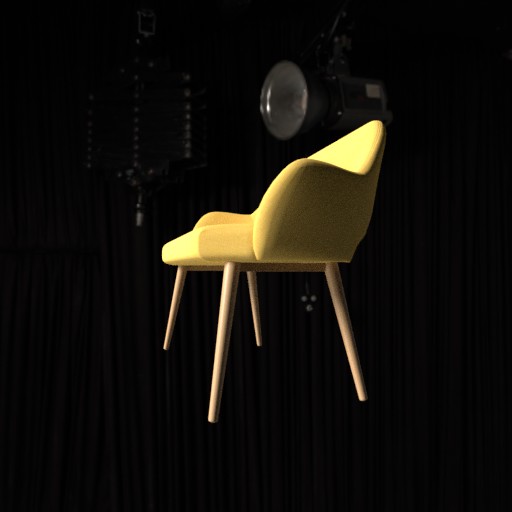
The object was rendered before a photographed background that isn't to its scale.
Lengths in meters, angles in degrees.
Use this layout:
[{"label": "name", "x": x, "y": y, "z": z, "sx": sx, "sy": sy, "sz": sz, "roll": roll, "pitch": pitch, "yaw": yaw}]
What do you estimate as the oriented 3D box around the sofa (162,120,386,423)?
[{"label": "sofa", "x": 0.000, "y": 0.000, "z": 1.648, "sx": 0.610, "sy": 0.840, "sz": 1.150, "roll": 1, "pitch": -2, "yaw": -18}]
